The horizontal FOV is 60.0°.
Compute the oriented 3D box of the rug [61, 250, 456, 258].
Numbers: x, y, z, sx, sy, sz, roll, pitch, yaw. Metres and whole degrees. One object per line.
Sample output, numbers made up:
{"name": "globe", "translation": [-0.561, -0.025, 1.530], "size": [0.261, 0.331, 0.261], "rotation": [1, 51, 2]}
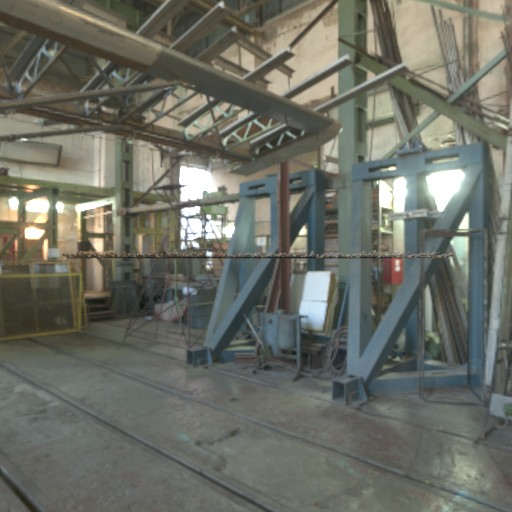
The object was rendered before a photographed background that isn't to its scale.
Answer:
{"name": "rug", "translation": [0.000, 0.000, 4.333], "size": [2.418, 0.047, 3.307], "rotation": [0, 0, -1]}
